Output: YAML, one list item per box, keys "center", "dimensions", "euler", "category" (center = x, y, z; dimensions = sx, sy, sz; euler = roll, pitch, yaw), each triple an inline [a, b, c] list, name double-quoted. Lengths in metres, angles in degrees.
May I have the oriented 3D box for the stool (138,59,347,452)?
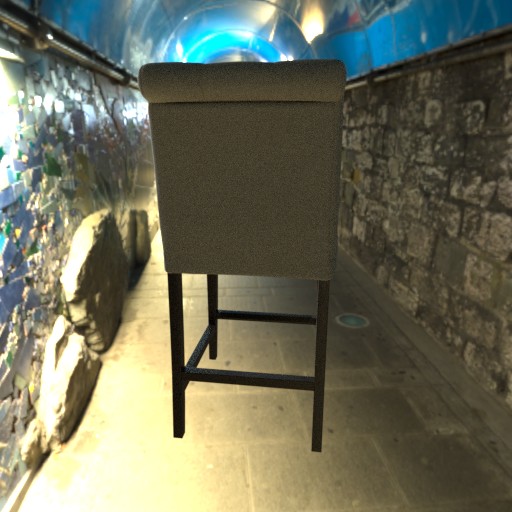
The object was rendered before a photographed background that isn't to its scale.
- center: [0.000, 0.000, 1.357]
  dimensions: [0.493, 1.040, 0.601]
  euler: [2, 16, 8]
  category: "stool"
